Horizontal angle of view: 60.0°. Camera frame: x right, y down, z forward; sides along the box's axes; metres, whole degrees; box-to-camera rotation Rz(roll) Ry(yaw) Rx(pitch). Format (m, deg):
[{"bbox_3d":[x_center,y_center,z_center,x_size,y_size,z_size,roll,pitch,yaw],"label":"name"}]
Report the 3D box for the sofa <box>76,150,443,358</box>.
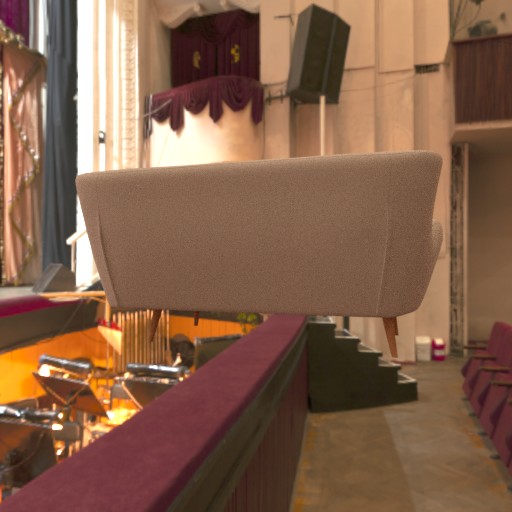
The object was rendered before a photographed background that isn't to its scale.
[{"bbox_3d":[0.000,0.000,2.389,1.930,0.890,0.899,0,0,17],"label":"sofa"}]
